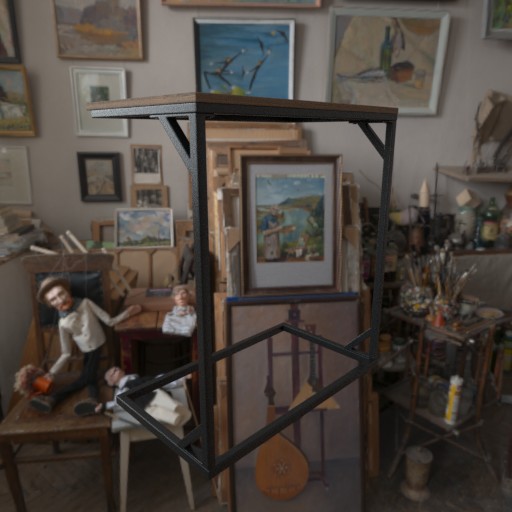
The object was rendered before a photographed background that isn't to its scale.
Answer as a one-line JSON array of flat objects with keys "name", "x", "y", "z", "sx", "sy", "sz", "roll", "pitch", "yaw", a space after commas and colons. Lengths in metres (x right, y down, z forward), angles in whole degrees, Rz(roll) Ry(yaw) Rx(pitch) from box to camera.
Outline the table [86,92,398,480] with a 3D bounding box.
[{"name": "table", "x": 0.000, "y": 0.000, "z": 1.046, "sx": 0.351, "sy": 0.673, "sz": 0.597, "roll": 15, "pitch": 21, "yaw": 43}]
